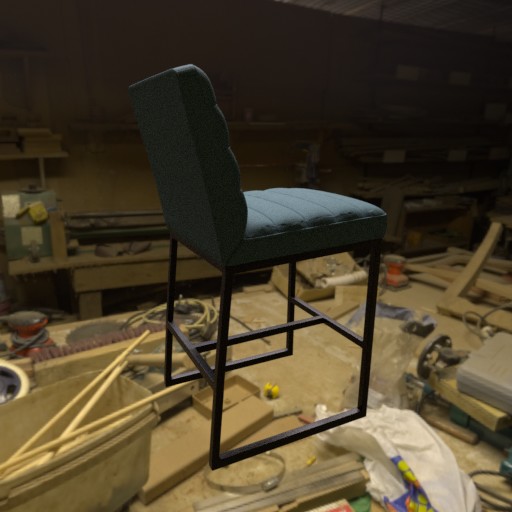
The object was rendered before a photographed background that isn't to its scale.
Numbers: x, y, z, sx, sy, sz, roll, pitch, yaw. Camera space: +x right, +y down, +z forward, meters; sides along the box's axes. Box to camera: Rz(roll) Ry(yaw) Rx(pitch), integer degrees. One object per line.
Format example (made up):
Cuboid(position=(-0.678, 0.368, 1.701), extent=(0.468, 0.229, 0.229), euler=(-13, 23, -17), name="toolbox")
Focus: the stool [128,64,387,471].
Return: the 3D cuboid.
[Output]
Cuboid(position=(0.000, 0.000, 1.259), extent=(0.560, 0.940, 0.460), euler=(-8, 18, -26), name="stool")
